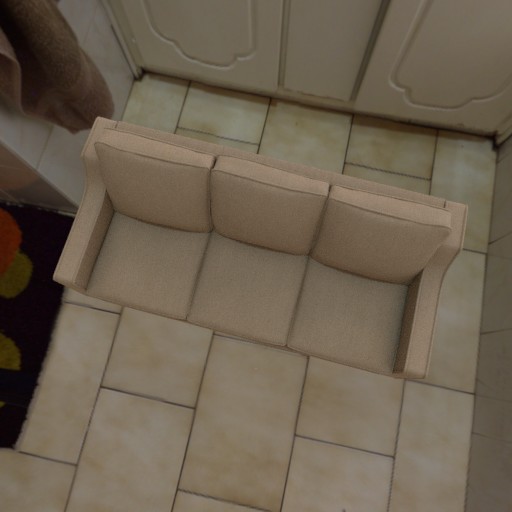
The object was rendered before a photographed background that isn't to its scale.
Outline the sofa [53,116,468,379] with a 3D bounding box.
[{"bbox_3d":[0.000,0.000,2.519,1.986,0.974,0.911,14,76,4],"label":"sofa"}]
